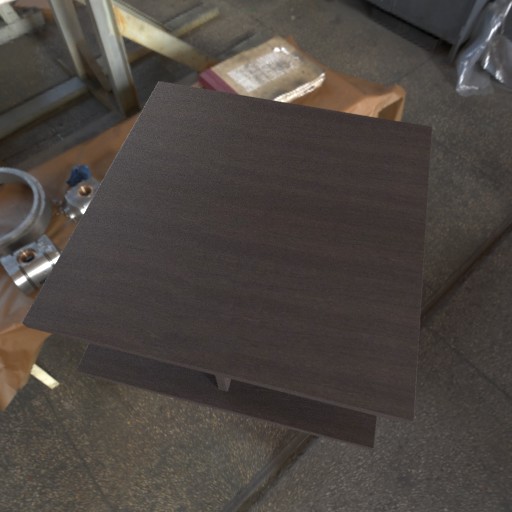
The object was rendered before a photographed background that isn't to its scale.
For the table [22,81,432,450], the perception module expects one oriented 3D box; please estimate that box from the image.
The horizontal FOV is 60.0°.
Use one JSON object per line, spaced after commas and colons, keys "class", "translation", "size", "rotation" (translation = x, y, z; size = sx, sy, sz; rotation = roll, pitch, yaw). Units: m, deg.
{"class": "table", "translation": [0.000, 0.000, 1.186], "size": [0.762, 0.396, 0.762], "rotation": [12, 59, 7]}
